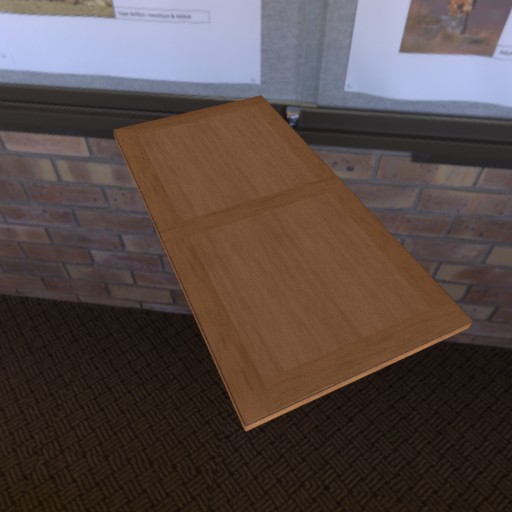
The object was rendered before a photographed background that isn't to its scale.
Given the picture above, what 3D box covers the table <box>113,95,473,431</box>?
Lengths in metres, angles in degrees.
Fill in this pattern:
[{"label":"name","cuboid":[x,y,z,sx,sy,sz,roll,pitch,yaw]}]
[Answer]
[{"label":"table","cuboid":[0.000,0.000,2.514,1.000,0.762,1.982,-19,51,-16]}]
